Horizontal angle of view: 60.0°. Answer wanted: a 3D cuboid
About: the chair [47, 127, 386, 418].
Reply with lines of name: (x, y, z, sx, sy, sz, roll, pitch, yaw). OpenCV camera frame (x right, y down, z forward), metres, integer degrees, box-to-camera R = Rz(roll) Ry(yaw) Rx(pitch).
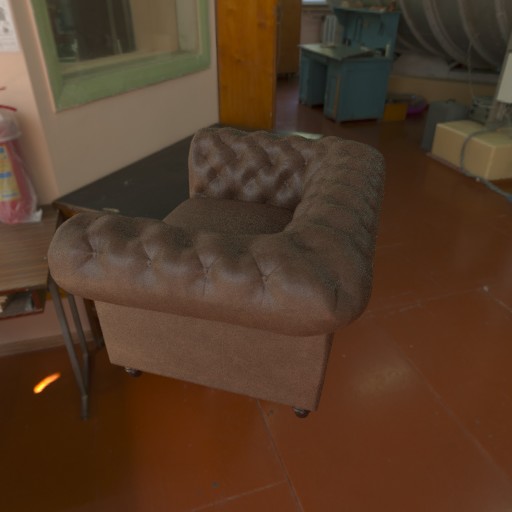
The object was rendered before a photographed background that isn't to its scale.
chair: (0.000, 0.000, 1.862, 0.954, 0.784, 1.298, 9, 33, 14)
